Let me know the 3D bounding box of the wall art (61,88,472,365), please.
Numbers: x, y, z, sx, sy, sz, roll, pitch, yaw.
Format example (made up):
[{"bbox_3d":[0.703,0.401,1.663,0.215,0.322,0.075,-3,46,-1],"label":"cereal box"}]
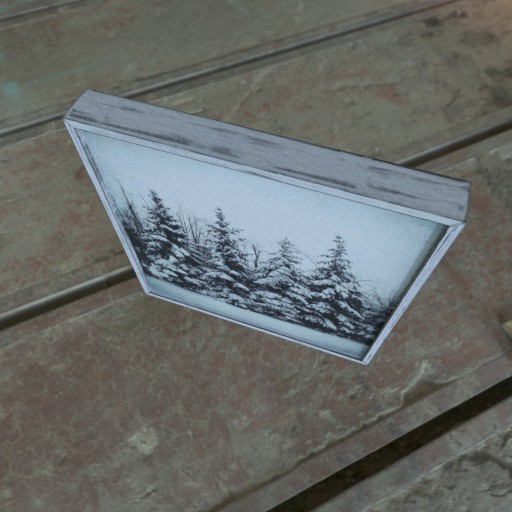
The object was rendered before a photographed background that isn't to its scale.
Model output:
[{"bbox_3d":[0.000,0.000,0.453,0.303,0.303,0.036,16,60,10],"label":"wall art"}]
